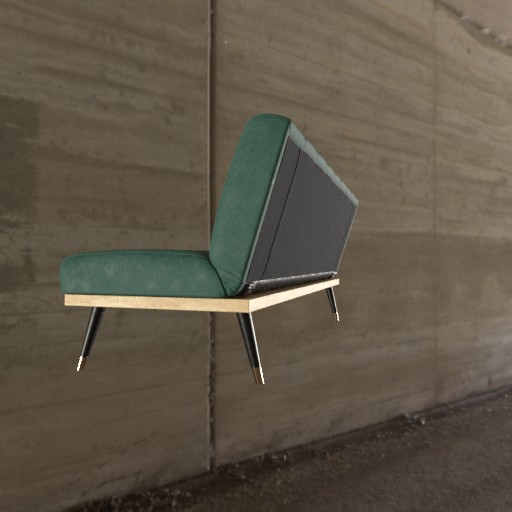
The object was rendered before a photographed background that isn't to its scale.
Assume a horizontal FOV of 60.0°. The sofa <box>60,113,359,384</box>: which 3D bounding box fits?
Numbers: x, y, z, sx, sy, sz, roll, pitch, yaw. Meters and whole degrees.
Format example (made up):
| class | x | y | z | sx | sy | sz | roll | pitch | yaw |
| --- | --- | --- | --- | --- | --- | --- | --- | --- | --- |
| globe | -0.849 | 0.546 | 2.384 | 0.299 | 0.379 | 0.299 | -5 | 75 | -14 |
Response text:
| class | x | y | z | sx | sy | sz | roll | pitch | yaw |
| --- | --- | --- | --- | --- | --- | --- | --- | --- | --- |
| sofa | 0.000 | 0.000 | 2.227 | 0.830 | 0.820 | 1.810 | 0 | -1 | 19 |
